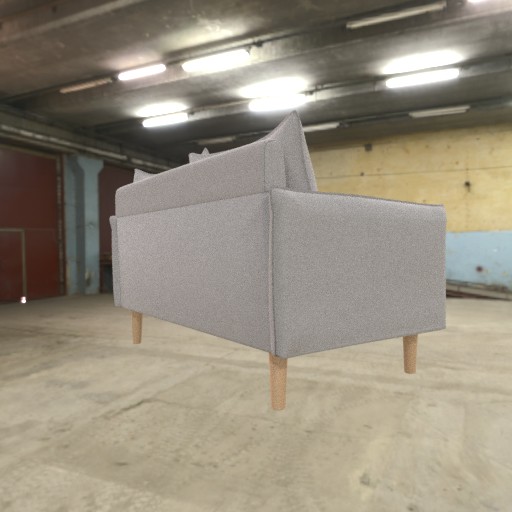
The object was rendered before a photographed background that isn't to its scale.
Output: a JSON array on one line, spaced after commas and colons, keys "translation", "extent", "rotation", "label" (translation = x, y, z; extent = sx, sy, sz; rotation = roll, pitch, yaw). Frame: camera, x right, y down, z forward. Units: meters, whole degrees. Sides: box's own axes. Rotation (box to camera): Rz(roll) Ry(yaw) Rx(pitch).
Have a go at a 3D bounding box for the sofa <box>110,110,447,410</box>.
[{"translation": [0.000, 0.000, 1.850], "extent": [0.820, 0.840, 1.300], "rotation": [-1, 1, -36], "label": "sofa"}]
